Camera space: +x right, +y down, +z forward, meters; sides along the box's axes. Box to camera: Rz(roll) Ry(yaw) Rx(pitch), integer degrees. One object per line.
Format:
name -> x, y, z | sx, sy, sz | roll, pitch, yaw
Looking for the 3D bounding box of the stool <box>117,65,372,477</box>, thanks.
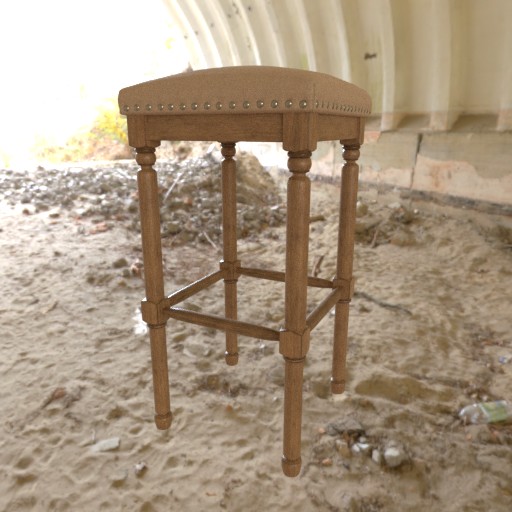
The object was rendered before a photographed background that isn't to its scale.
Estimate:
stool -> 0.000, 0.000, 0.976 | 0.383, 0.768, 0.382 | 8, 18, 26
